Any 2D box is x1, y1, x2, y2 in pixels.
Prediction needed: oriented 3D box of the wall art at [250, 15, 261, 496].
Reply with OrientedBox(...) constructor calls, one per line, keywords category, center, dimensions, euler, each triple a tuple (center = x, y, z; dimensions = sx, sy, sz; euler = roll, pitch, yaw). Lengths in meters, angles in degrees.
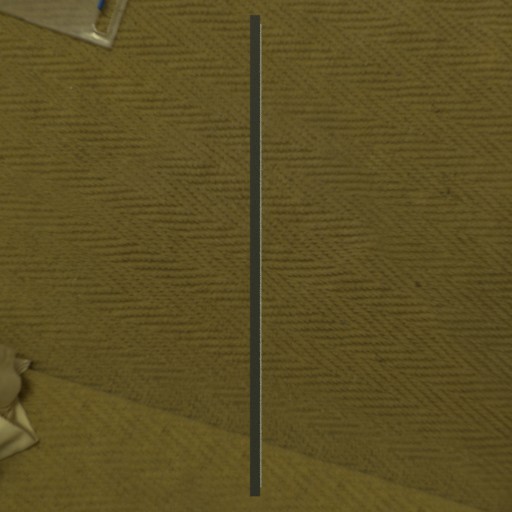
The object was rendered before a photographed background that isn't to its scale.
OrientedBox(category="wall art", center=(0.000, 0.000, 1.497), dimensions=(0.028, 0.805, 1.190), euler=(0, 90, 0))
